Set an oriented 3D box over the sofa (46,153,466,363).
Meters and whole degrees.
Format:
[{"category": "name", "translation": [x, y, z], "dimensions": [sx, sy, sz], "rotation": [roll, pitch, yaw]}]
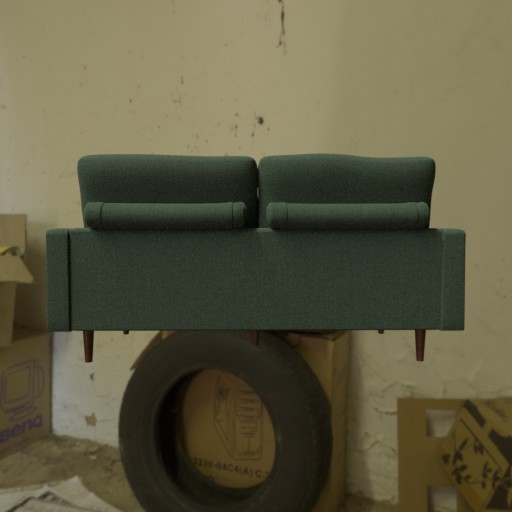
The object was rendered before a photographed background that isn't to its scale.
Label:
[{"category": "sofa", "translation": [0.000, 0.000, 2.555], "dimensions": [2.010, 1.050, 0.966], "rotation": [0, 2, -1]}]
